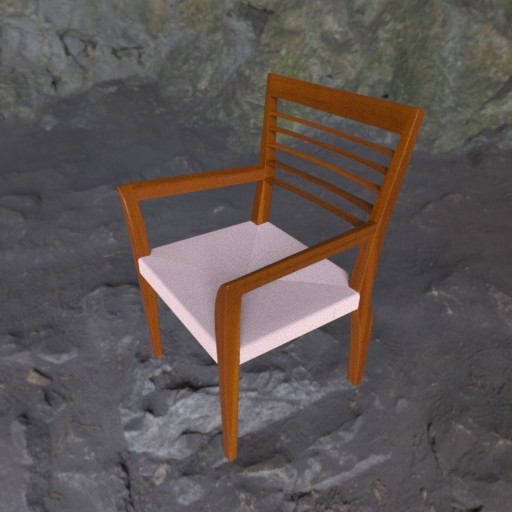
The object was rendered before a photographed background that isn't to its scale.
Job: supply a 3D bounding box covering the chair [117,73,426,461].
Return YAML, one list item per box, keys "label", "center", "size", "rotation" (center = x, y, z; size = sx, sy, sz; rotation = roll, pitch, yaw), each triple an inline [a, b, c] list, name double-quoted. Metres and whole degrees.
- label: "chair"
  center: [0.000, 0.000, 1.256]
  size: [0.540, 0.855, 0.587]
  rotation: [-20, 37, -29]
